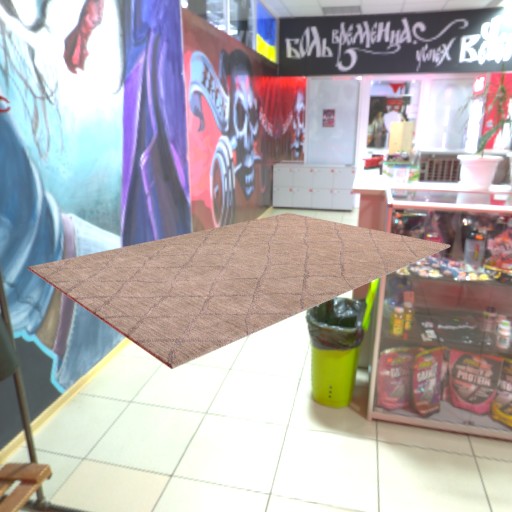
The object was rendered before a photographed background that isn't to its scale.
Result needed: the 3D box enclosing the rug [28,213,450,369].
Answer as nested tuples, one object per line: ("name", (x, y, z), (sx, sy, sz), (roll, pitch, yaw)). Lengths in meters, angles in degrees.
("rug", (0.000, 0.000, 2.847), (2.280, 0.015, 1.521), (-16, 23, -41))
